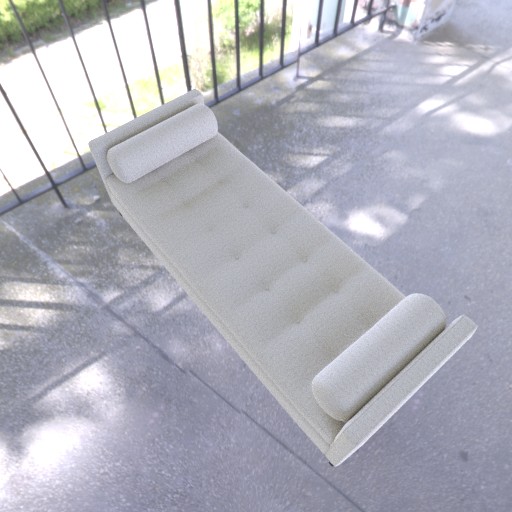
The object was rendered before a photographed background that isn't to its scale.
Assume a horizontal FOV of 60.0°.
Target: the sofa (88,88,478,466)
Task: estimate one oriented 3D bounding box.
[{"bbox_3d":[0.000,0.000,2.332,0.746,0.641,1.985,-35,64,-20],"label":"sofa"}]
